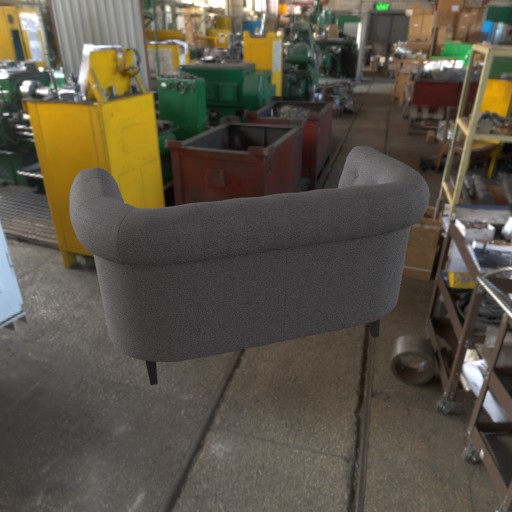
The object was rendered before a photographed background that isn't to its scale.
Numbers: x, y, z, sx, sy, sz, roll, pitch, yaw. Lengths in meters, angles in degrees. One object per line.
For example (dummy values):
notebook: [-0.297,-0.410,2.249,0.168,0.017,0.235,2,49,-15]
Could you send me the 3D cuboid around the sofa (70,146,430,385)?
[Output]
sofa: [0.000,0.000,2.106,1.558,0.827,0.835,-8,29,-16]
